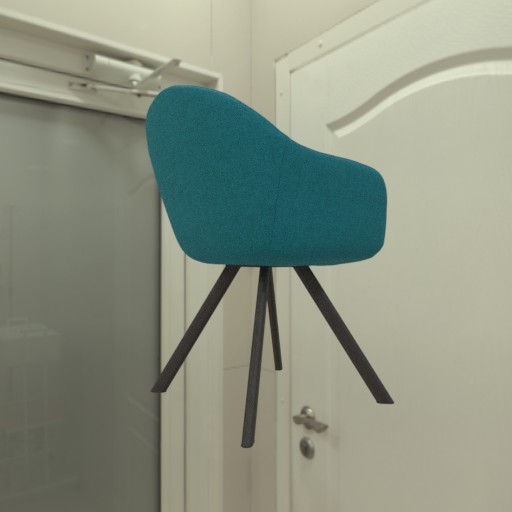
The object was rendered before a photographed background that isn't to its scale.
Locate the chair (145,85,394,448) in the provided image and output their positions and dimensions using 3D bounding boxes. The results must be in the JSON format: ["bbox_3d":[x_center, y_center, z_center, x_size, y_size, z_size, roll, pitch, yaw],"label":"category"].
[{"bbox_3d":[0.000,0.000,1.197,0.565,0.775,0.545,0,-1,-36],"label":"chair"}]
